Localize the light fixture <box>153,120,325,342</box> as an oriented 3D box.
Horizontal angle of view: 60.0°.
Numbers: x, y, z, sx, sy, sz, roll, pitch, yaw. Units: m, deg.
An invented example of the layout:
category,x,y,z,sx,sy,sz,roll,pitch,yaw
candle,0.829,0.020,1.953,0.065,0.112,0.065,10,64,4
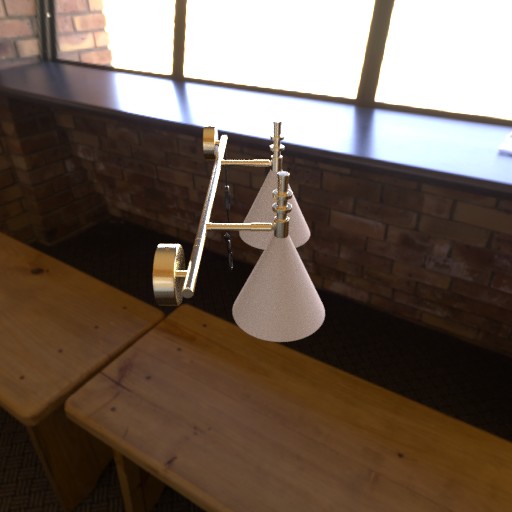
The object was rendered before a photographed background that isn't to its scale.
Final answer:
category,x,y,z,sx,sy,sz,roll,pitch,yaw
light fixture,0.000,0.000,0.882,0.239,0.468,0.642,0,32,1
